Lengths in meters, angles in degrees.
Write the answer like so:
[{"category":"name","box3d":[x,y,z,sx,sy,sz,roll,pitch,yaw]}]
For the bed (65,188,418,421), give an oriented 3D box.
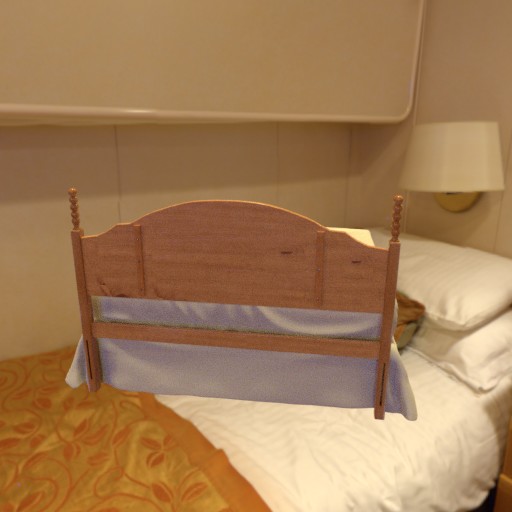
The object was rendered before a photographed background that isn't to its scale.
[{"category":"bed","box3d":[0.000,0.000,3.676,2.322,1.355,2.219,3,16,9]}]
